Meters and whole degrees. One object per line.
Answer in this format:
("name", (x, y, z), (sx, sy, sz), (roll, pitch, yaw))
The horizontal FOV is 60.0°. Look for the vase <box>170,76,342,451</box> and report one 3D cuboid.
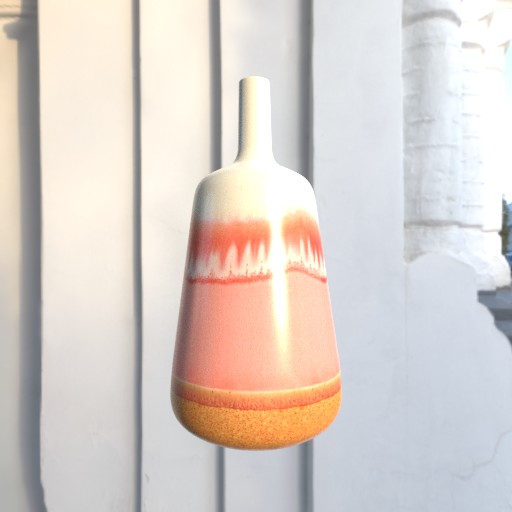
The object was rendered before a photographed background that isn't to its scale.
("vase", (0.000, 0.000, 0.379), (0.144, 0.296, 0.144), (0, 1, 0))
